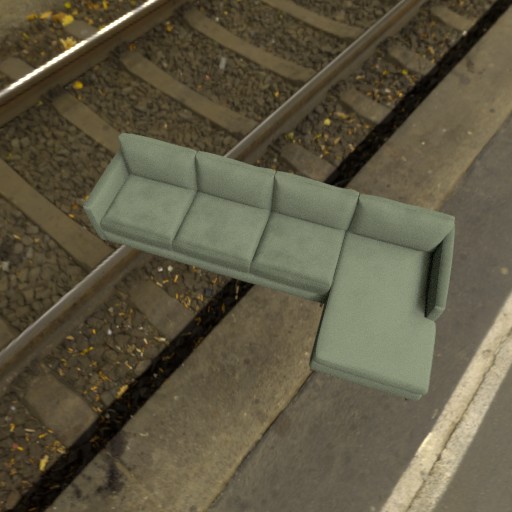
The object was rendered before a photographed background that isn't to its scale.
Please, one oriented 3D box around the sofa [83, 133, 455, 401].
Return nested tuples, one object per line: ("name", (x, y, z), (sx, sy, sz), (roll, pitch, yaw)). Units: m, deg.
("sofa", (0.000, 0.000, 3.316), (2.725, 0.756, 1.255), (16, 61, 9))
